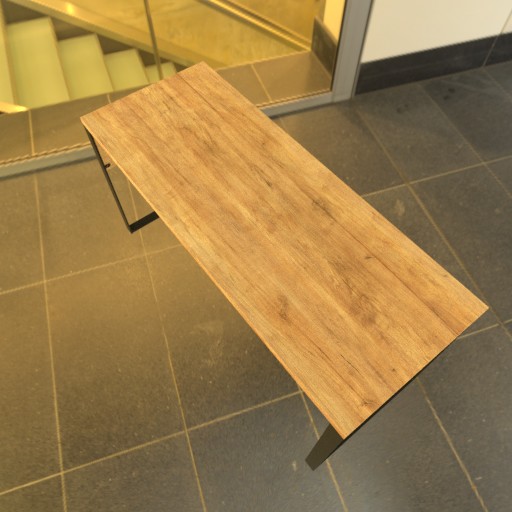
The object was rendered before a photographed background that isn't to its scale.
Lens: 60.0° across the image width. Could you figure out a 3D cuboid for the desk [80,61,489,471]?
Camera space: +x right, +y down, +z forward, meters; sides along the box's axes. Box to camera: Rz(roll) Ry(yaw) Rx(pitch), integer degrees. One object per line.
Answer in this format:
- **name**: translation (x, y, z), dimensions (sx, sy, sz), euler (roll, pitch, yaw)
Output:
- **desk**: translation (0.000, 0.000, 1.874), dimensions (0.600, 0.760, 1.520), euler (-33, 64, -19)
